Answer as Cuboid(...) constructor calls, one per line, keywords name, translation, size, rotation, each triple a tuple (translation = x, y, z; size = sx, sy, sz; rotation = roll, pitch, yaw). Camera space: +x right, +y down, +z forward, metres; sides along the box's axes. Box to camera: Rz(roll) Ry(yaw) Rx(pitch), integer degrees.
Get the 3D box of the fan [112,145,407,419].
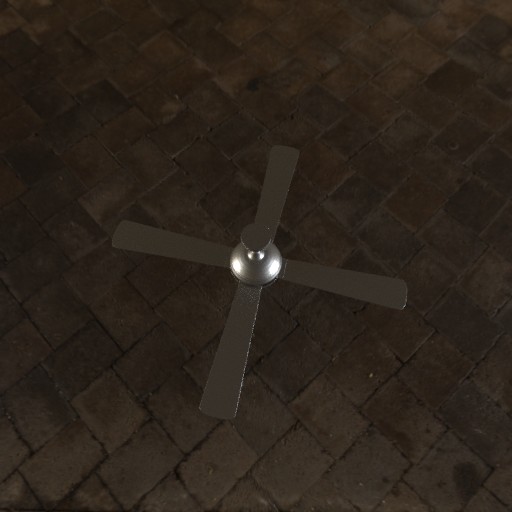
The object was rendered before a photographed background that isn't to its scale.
Cuboid(name="fan", translation=(0.000, 0.000, 1.978), size=(1.321, 0.381, 1.321), rotation=(31, 69, 14))
